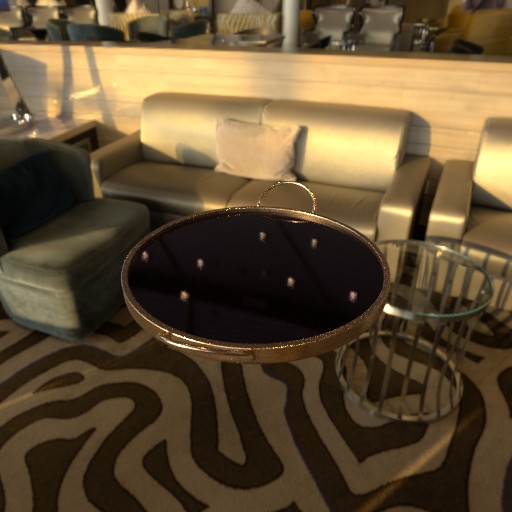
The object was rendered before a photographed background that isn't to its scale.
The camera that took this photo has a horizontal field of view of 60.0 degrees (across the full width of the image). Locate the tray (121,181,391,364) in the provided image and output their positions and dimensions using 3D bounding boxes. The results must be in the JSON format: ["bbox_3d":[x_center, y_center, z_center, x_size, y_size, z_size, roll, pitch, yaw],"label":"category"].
[{"bbox_3d":[0.000,0.000,0.742,0.438,0.069,0.543,9,32,14],"label":"tray"}]
